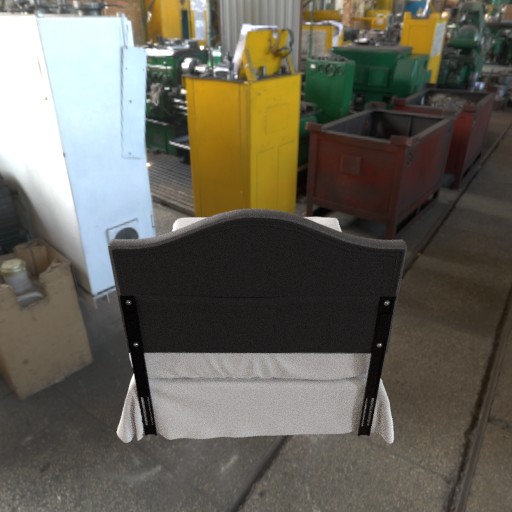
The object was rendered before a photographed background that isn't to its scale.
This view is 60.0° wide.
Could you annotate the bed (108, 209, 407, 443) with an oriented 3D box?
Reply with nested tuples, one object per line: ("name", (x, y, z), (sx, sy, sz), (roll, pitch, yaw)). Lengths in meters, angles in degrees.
("bed", (0.000, 0.000, 3.525), (1.876, 1.645, 2.221), (0, 29, 0))
